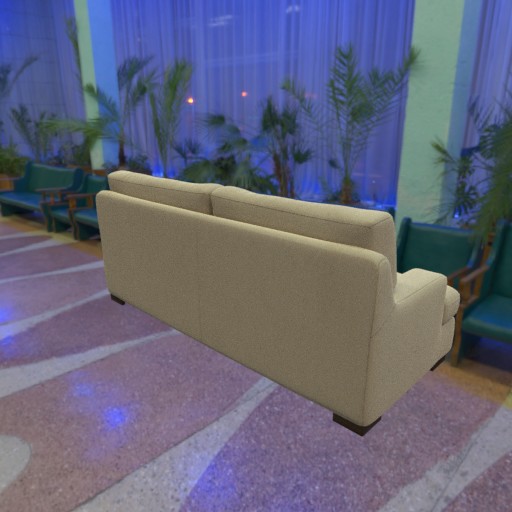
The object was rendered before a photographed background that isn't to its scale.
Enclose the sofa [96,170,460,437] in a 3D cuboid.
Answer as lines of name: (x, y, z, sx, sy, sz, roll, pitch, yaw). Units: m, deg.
sofa: (0.000, 0.000, 2.679, 2.147, 0.925, 0.929, 16, 24, 42)
